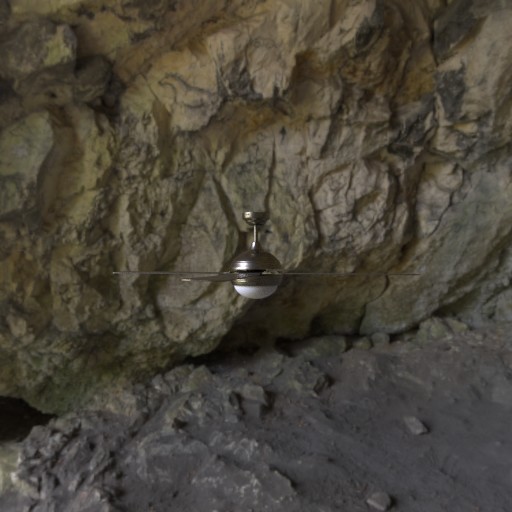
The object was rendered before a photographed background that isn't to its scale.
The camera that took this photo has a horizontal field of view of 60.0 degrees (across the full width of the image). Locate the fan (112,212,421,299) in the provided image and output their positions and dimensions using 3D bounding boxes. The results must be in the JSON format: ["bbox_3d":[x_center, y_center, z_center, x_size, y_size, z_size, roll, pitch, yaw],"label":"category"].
[{"bbox_3d":[0.000,0.000,1.982,1.321,0.381,1.321,0,0,34],"label":"fan"}]
